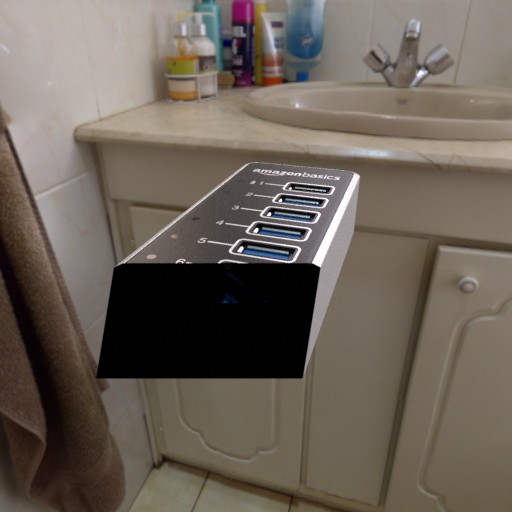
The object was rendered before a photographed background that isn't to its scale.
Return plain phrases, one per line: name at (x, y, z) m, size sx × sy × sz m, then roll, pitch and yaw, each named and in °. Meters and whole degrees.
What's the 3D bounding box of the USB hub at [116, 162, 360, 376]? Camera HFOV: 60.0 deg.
USB hub at (0.000, 0.000, 0.128) m, size 0.044 × 0.023 × 0.110 m, roll 9°, pitch 29°, yaw 17°
